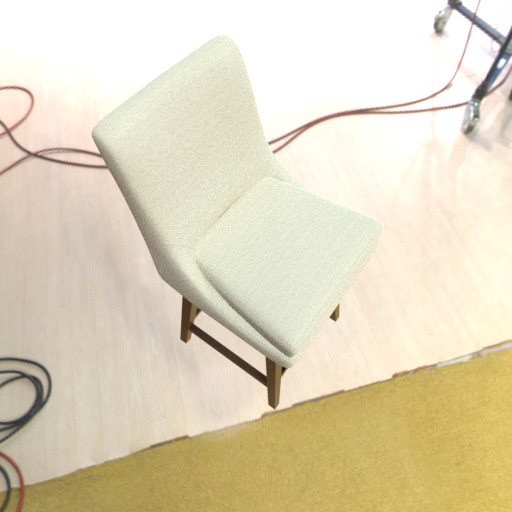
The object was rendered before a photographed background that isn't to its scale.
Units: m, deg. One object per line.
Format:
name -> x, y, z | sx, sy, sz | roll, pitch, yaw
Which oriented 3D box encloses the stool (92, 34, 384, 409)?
stool -> 0.000, 0.000, 1.304 | 0.559, 0.991, 0.483 | 32, 63, 19
